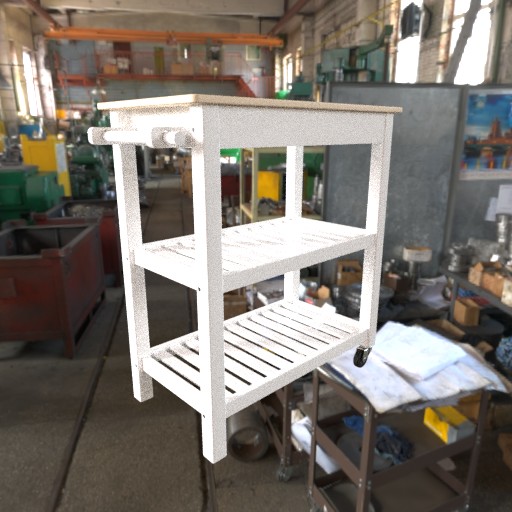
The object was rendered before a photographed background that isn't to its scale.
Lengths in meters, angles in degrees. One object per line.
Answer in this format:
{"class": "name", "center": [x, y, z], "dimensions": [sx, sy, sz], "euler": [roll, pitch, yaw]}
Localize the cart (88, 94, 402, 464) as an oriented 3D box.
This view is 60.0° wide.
{"class": "cart", "center": [0.000, 0.000, 1.438], "dimensions": [0.899, 0.927, 0.457], "euler": [-15, 21, -41]}
